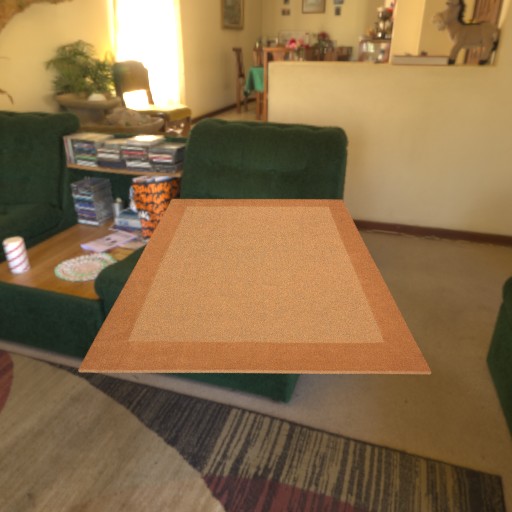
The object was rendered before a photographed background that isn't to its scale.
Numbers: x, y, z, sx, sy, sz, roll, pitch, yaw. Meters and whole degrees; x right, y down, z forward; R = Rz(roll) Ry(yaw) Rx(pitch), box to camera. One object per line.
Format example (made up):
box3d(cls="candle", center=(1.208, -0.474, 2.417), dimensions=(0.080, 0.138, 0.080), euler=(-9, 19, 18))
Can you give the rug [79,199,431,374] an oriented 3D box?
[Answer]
box3d(cls="rug", center=(0.000, 0.000, 2.349), dimensions=(1.219, 0.014, 1.829), euler=(0, 26, 0))
